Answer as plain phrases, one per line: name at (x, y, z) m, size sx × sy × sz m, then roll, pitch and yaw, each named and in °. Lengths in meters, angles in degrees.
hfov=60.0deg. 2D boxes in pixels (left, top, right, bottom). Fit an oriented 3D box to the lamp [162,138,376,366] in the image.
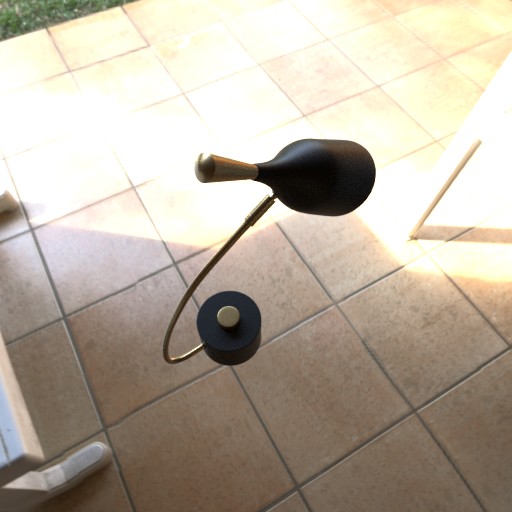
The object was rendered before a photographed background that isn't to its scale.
lamp at (0.000, 0.000, 0.620) m, size 0.352 × 0.464 × 0.110 m, roll -32°, pitch 65°, yaw -17°
